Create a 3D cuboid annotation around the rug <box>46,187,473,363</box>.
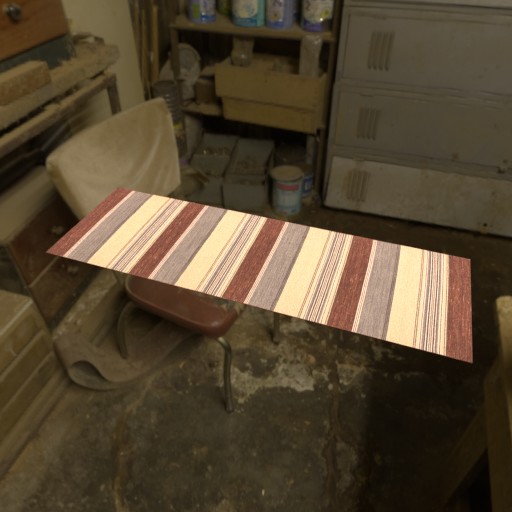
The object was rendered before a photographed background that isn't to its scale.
[{"bbox_3d":[0.000,0.000,2.678,2.437,0.006,0.792,13,42,15],"label":"rug"}]
